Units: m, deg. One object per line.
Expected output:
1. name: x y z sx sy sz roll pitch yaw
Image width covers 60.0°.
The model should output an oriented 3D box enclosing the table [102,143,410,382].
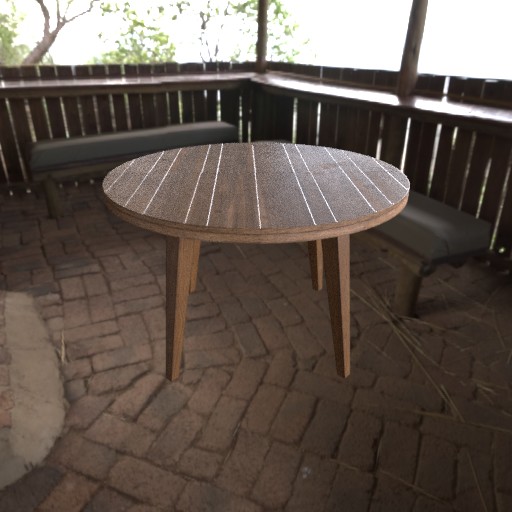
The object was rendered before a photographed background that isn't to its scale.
1. table: 0.000 0.000 1.998 1.213 0.764 1.213 0 26 0
